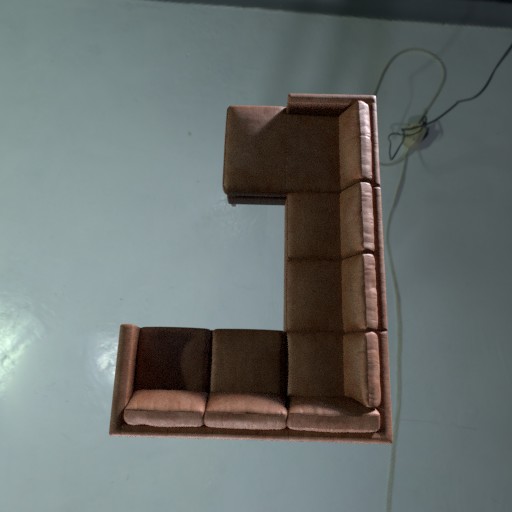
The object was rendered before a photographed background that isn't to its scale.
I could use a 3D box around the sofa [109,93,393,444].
[{"bbox_3d":[0.000,0.000,4.491,2.430,0.832,3.401,1,75,0],"label":"sofa"}]
